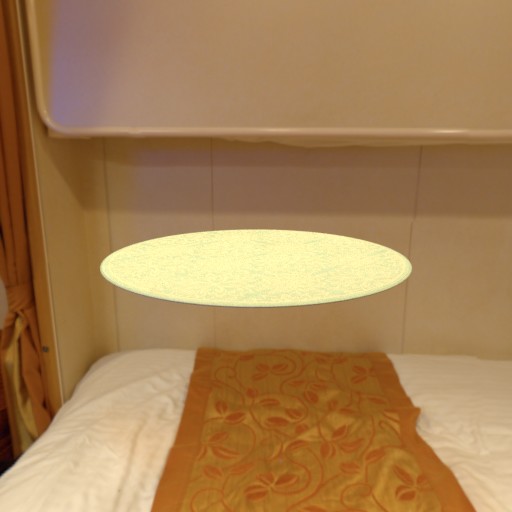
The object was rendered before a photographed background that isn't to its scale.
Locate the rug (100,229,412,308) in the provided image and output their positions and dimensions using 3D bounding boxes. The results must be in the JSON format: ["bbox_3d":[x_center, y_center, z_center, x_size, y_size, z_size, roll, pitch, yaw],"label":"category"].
[{"bbox_3d":[0.000,0.000,2.392,1.593,0.012,1.593,0,13,0],"label":"rug"}]
